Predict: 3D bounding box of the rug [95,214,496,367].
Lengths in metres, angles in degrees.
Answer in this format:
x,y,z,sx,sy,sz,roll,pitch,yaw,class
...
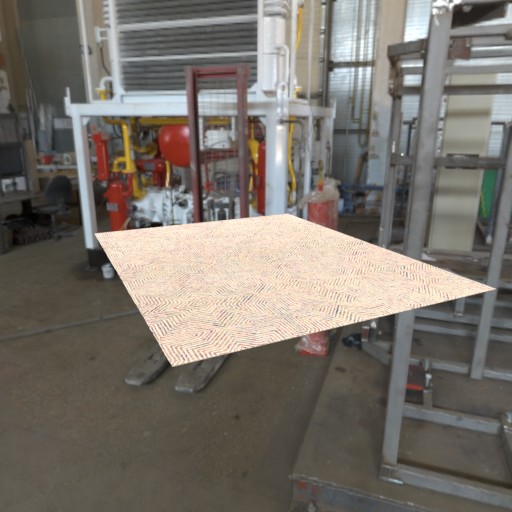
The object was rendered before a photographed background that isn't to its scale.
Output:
x,y,z,sx,sy,sz,roll,pitch,yaw,class
0.000,0.000,4.059,2.442,0.008,3.046,-8,19,-25,rug
